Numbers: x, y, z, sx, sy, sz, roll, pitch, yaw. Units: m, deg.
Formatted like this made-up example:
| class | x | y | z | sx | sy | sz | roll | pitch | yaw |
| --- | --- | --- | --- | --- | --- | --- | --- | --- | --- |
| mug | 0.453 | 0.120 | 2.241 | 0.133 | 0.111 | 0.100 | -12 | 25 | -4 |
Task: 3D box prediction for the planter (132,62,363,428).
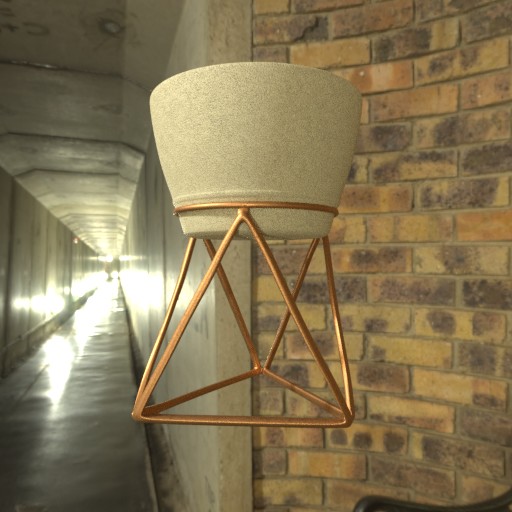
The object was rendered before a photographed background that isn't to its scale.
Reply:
| class | x | y | z | sx | sy | sz | roll | pitch | yaw |
| --- | --- | --- | --- | --- | --- | --- | --- | --- | --- |
| planter | 0.000 | 0.000 | 0.748 | 0.350 | 0.504 | 0.350 | 0 | 0 | 35 |
